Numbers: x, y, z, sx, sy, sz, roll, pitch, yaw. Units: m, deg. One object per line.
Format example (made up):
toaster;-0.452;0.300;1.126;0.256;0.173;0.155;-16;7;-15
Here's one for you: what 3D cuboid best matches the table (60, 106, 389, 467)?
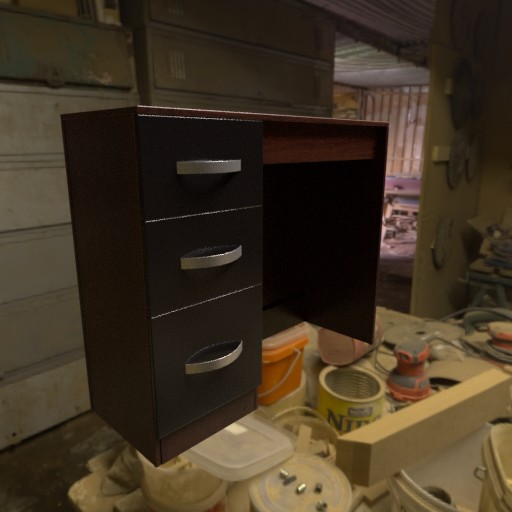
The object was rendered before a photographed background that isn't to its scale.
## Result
table;0.000;0.000;1.332;0.380;0.790;0.930;14;20;43
